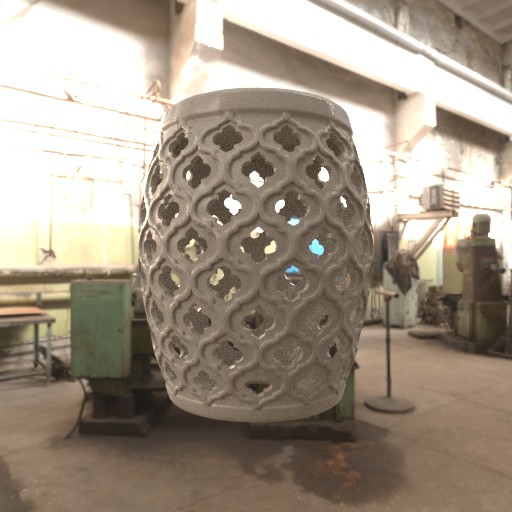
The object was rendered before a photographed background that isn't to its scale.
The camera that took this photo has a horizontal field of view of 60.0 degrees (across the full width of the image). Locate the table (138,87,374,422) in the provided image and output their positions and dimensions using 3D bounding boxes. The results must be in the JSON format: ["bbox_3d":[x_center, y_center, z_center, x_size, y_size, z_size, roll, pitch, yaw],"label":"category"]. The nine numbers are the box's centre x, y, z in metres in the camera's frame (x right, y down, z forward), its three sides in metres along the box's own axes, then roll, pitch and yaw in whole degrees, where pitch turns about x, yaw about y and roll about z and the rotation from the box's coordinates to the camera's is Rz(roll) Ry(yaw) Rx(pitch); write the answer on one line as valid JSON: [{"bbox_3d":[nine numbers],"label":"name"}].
[{"bbox_3d":[0.000,0.000,0.632,0.325,0.388,0.325,0,0,0],"label":"table"}]
